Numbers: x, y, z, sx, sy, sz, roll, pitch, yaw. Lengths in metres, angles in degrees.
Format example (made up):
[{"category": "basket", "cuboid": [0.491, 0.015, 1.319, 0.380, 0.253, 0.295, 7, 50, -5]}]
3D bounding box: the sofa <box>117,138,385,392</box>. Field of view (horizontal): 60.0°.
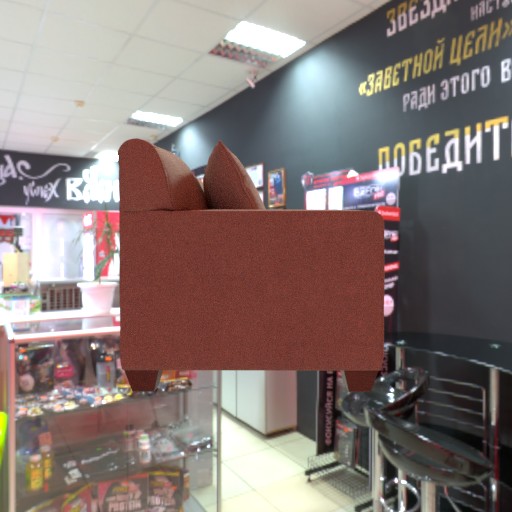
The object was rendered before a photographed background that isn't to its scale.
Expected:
[{"category": "sofa", "cuboid": [0.000, 0.000, 2.577, 0.997, 0.958, 2.024, 0, 1, 0]}]
